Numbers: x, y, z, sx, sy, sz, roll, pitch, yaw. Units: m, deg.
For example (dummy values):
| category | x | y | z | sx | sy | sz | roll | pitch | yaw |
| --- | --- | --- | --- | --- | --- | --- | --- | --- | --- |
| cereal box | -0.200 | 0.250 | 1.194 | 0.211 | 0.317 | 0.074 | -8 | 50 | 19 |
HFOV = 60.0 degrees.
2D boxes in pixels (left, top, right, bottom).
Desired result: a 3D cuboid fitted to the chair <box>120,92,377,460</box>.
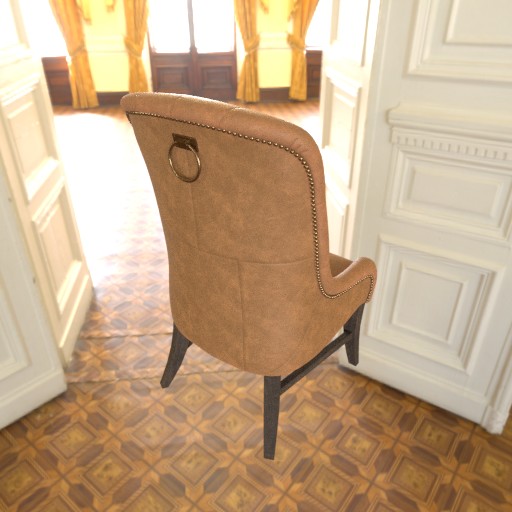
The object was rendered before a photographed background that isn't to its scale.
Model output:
| category | x | y | z | sx | sy | sz | roll | pitch | yaw |
| --- | --- | --- | --- | --- | --- | --- | --- | --- | --- |
| chair | 0.000 | 0.000 | 1.465 | 0.634 | 1.091 | 0.629 | 21 | 37 | 32 |
